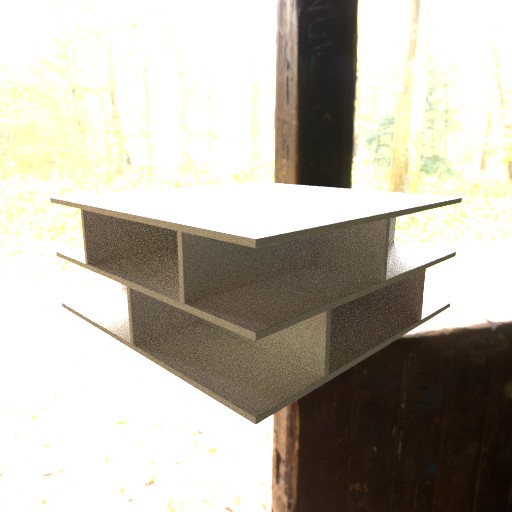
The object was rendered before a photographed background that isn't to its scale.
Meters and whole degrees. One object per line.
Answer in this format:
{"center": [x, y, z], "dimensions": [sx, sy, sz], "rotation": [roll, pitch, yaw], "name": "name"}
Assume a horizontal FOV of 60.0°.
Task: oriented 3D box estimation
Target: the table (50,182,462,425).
{"center": [0.000, 0.000, 1.097], "dimensions": [0.700, 0.289, 0.700], "rotation": [-13, 19, -43], "name": "table"}
